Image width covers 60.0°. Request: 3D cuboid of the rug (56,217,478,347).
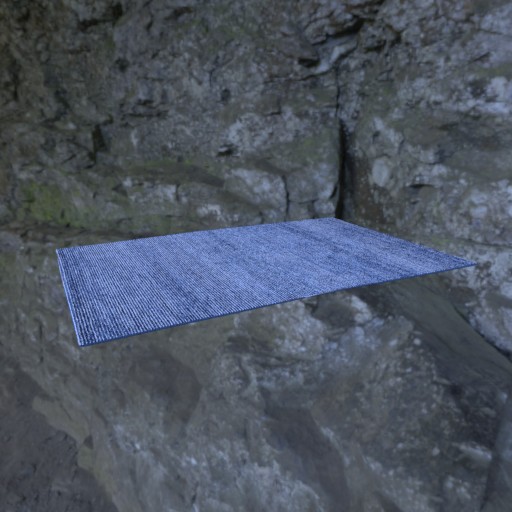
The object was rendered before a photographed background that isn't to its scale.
[{"bbox_3d":[0.000,0.000,2.226,1.793,0.025,1.159,-8,19,-25],"label":"rug"}]
